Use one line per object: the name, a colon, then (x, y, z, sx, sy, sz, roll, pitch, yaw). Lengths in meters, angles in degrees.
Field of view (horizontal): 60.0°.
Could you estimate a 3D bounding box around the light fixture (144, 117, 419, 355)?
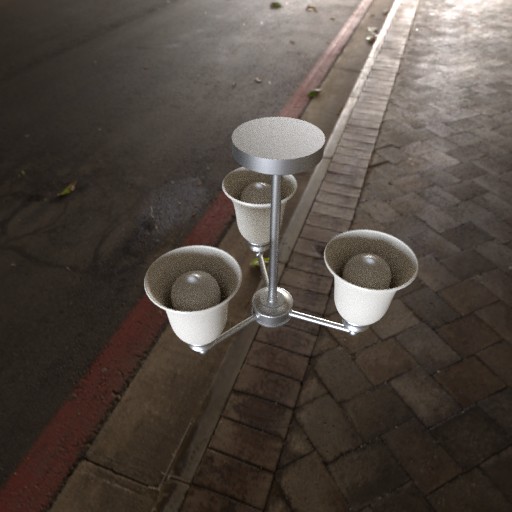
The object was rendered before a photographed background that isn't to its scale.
light fixture: (0.000, 0.000, 0.677, 0.354, 0.370, 0.388, -28, 48, -28)
